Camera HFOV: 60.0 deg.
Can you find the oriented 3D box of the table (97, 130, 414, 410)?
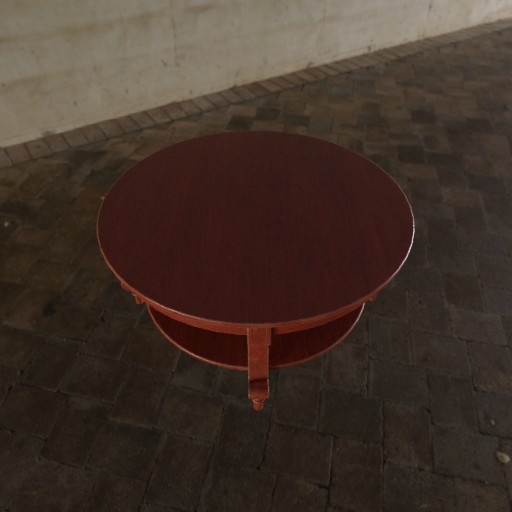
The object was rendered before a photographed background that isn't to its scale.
[{"bbox_3d":[0.000,0.000,1.640,1.029,0.486,1.029,0,43,0],"label":"table"}]
